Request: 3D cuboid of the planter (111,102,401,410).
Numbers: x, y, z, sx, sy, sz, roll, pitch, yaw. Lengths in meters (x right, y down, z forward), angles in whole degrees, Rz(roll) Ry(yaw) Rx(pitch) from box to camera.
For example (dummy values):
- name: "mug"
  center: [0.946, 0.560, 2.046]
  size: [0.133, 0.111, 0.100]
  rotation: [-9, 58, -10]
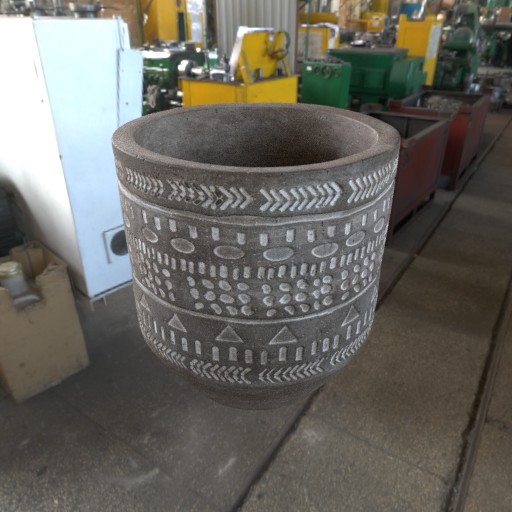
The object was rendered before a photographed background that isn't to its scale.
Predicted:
- name: "planter"
  center: [0.000, 0.000, 0.222]
  size: [0.122, 0.128, 0.122]
  rotation: [0, 29, 0]
